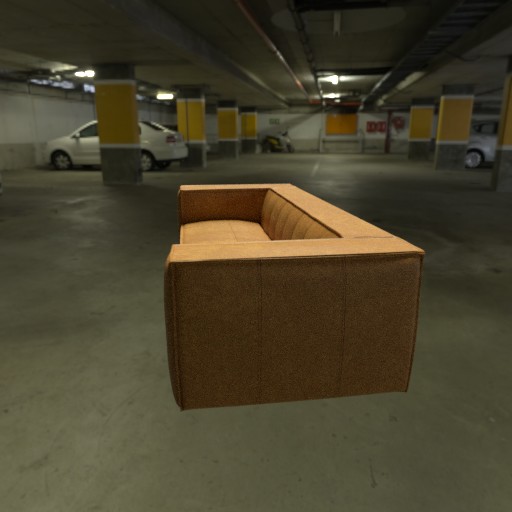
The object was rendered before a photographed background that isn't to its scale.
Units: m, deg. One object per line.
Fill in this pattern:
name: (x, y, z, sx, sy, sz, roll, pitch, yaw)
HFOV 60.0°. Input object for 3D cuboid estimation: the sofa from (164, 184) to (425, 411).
sofa: (0.000, 0.000, 3.021, 1.102, 0.701, 2.581, -2, 16, -8)
